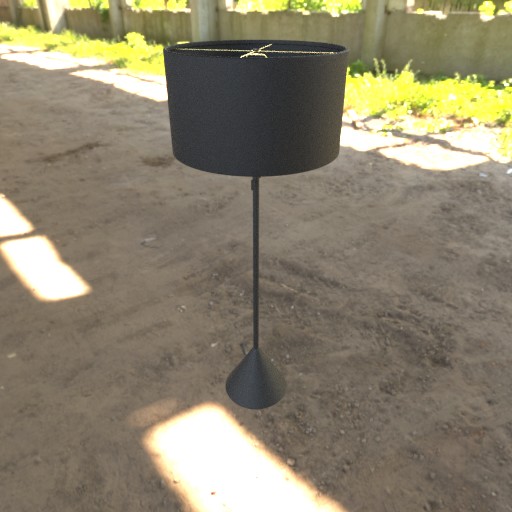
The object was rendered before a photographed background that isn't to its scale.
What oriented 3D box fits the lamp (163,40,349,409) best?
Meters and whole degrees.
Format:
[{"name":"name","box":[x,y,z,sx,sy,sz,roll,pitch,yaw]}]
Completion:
[{"name":"lamp","box":[0.000,0.000,1.782,0.580,1.526,0.580,7,31,12]}]
